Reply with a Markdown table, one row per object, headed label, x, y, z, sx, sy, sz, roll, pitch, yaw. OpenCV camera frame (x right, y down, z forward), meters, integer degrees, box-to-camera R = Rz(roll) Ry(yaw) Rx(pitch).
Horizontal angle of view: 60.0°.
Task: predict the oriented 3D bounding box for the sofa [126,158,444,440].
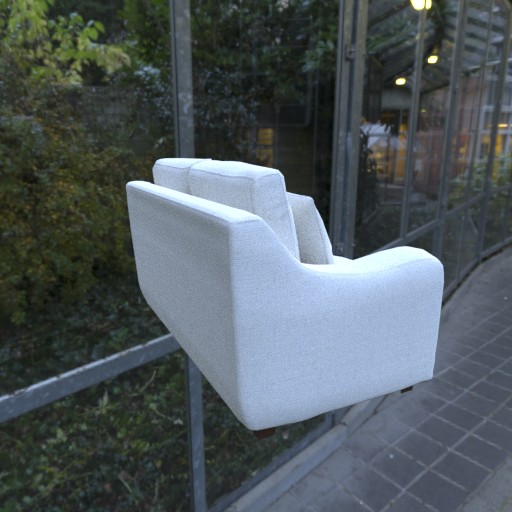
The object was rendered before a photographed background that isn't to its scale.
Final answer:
| label | x | y | z | sx | sy | sz | roll | pitch | yaw |
| --- | --- | --- | --- | --- | --- | --- | --- | --- | --- |
| sofa | 0.000 | 0.000 | 2.433 | 1.040 | 1.047 | 1.744 | -7 | 16 | -26 |
